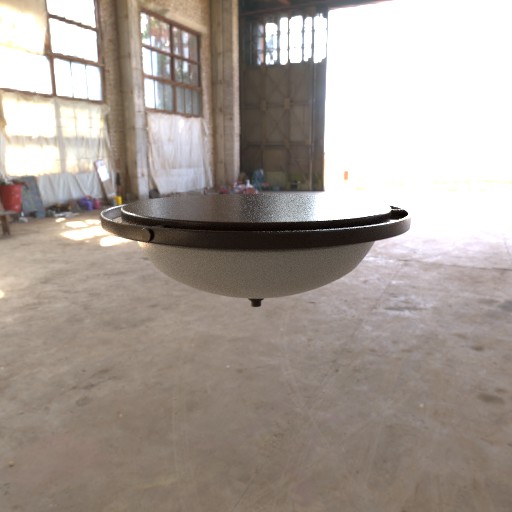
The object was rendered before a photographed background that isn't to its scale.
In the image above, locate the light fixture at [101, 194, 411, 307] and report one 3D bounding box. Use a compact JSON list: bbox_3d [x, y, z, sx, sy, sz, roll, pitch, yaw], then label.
[{"bbox_3d":[0.000,0.000,0.556,0.361,0.130,0.361,0,13,0],"label":"light fixture"}]
